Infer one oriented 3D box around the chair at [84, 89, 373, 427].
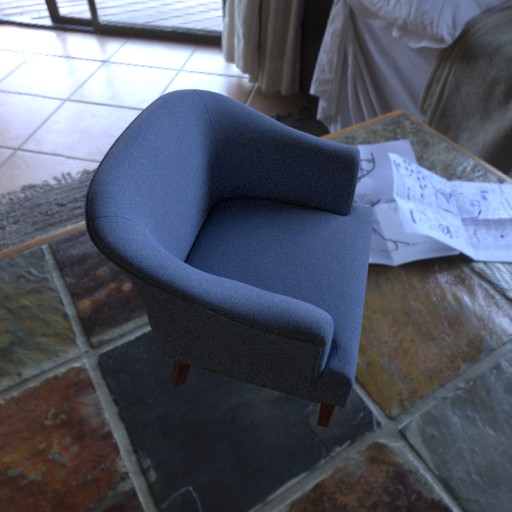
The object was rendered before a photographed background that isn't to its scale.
[{"bbox_3d":[0.000,0.000,1.399,0.704,0.815,0.798,11,48,10],"label":"chair"}]
